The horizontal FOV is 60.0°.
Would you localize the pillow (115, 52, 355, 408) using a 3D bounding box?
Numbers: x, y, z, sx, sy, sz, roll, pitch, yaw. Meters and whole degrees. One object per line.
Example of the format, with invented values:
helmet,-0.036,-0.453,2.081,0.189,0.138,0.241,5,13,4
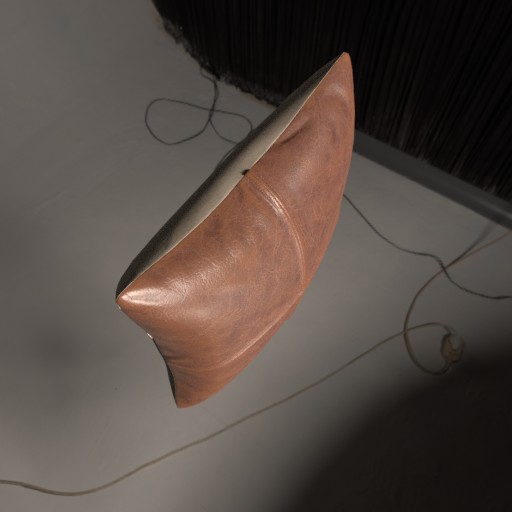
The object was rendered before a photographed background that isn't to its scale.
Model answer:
pillow,0.000,0.000,0.723,0.192,0.470,0.484,31,64,17
